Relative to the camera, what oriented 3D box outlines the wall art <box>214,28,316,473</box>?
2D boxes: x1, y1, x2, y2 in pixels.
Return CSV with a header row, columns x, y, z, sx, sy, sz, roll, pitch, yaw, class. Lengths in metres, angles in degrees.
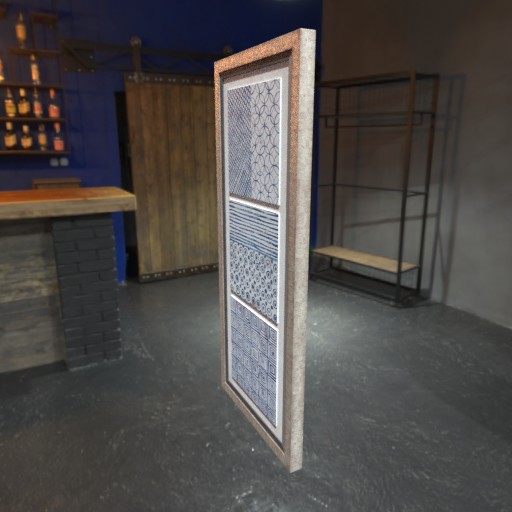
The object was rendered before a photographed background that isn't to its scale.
x,y,z,sx,sy,sz,roll,pitch,yaw,class
0.000,0.000,1.701,0.051,1.461,0.648,-7,17,-26,wall art
